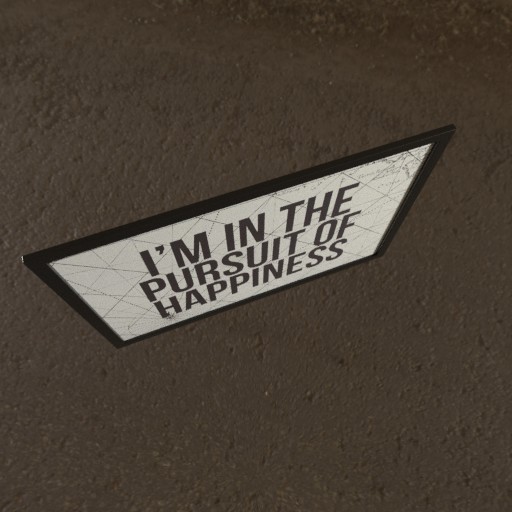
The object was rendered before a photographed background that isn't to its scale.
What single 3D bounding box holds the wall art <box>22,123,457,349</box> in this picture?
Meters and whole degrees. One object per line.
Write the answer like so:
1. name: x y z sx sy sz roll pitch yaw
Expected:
1. wall art: 0.000 0.000 1.038 0.819 0.552 0.015 -18 65 -9
